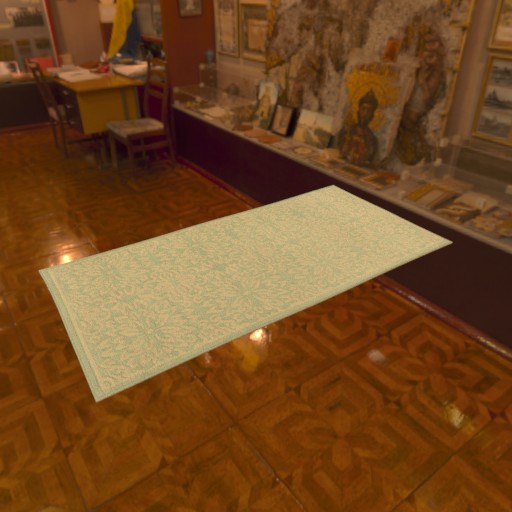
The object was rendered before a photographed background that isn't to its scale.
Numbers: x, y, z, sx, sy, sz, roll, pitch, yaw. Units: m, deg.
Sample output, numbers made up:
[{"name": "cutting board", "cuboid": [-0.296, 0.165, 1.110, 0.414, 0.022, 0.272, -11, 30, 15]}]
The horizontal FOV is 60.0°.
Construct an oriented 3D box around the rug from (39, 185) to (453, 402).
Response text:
[{"name": "rug", "cuboid": [0.000, 0.000, 1.442, 1.219, 0.007, 0.604, -19, 37, -28]}]
